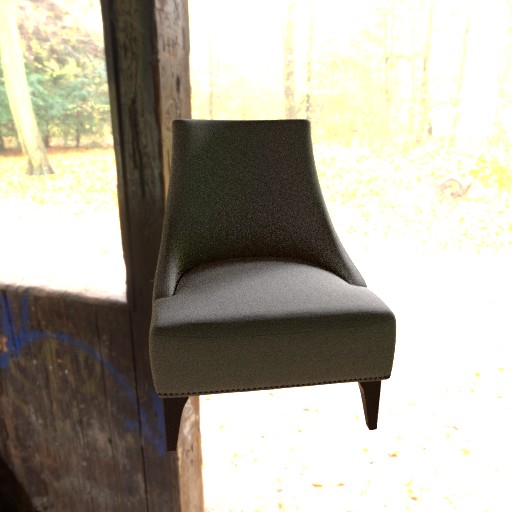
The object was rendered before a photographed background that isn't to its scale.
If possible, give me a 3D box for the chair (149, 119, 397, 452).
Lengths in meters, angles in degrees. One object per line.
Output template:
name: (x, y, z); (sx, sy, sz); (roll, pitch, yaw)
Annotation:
chair: (0.000, 0.000, 1.545); (0.701, 0.909, 0.861); (-3, 18, -8)
